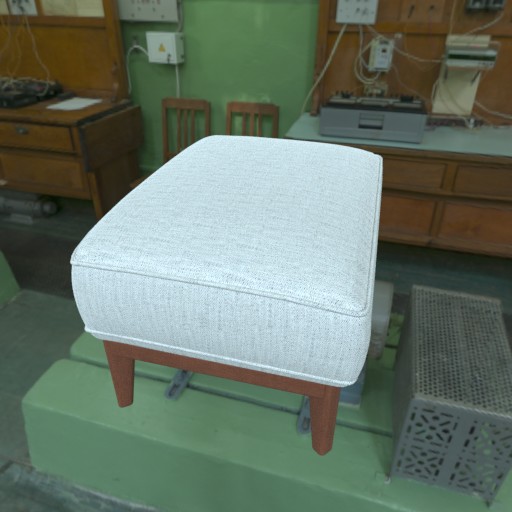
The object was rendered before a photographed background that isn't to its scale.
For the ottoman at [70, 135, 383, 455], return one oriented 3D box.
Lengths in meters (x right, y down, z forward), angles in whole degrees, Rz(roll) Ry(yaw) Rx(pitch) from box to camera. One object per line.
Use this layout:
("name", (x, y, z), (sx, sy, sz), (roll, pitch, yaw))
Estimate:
("ottoman", (0.000, 0.000, 1.158), (0.594, 0.465, 0.794), (8, 33, 13))
